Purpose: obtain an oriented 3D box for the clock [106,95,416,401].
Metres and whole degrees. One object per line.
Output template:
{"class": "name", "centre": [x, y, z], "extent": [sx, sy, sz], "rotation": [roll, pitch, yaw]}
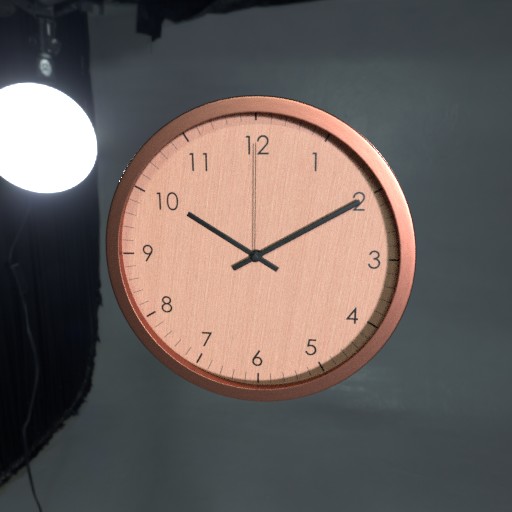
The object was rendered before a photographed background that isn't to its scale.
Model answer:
{"class": "clock", "centre": [0.000, 0.000, 0.462], "extent": [0.313, 0.313, 0.040], "rotation": [2, 13, 8]}
